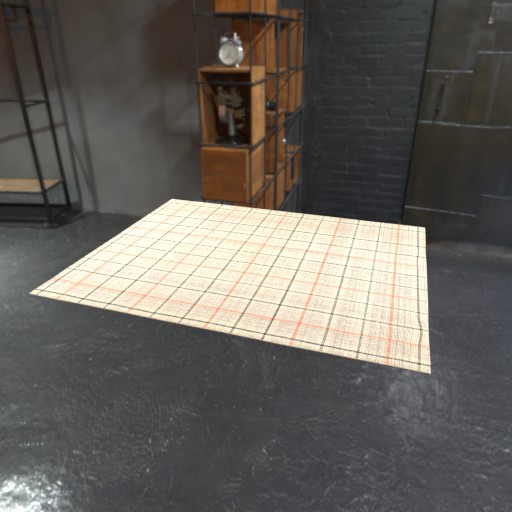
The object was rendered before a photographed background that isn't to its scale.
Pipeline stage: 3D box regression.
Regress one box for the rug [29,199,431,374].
[{"bbox_3d":[0.000,0.000,4.178,3.048,0.012,2.444,8,28,16],"label":"rug"}]
